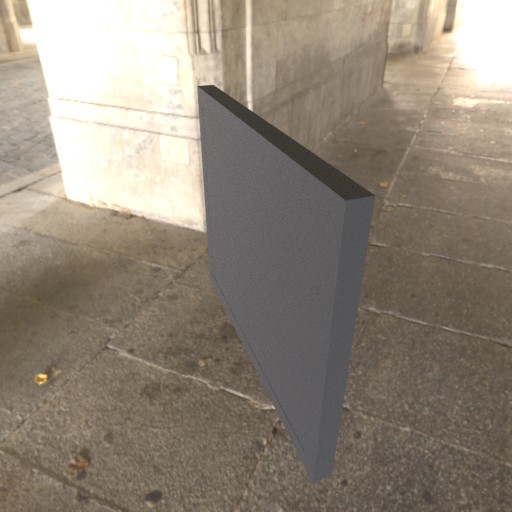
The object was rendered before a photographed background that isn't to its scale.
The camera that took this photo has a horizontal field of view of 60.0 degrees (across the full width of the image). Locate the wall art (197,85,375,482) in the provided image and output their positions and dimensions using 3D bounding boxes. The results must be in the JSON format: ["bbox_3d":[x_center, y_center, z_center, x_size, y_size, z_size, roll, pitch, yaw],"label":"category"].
[{"bbox_3d":[0.000,0.000,0.549,0.024,0.329,0.404,-11,34,-17],"label":"wall art"}]
